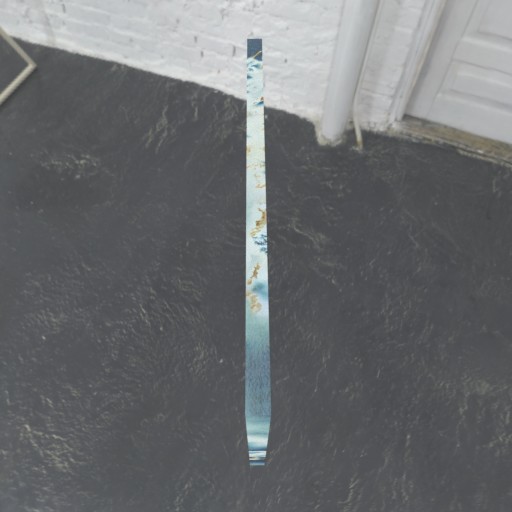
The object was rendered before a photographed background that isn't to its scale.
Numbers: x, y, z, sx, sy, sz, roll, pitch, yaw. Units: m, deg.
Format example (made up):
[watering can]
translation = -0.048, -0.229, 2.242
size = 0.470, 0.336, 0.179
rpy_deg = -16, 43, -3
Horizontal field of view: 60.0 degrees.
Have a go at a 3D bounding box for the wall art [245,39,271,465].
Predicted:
[wall art]
translation = 0.000, 0.000, 1.139
size = 0.038, 0.608, 0.912
rpy_deg = 0, 59, 0
